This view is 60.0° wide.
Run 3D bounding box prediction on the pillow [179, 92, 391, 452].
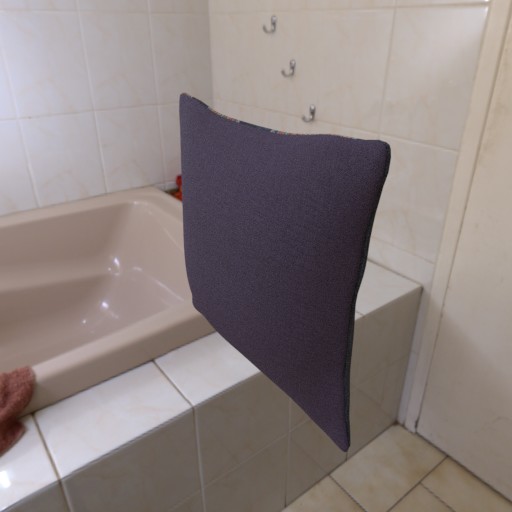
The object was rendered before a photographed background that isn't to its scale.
[{"bbox_3d":[0.000,0.000,0.660,0.136,0.419,0.437,-18,32,-31],"label":"pillow"}]
